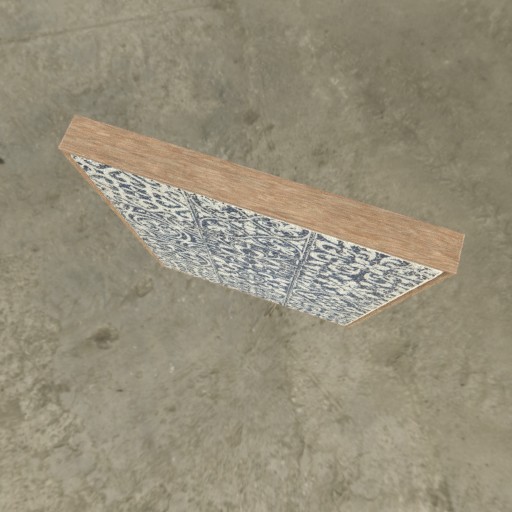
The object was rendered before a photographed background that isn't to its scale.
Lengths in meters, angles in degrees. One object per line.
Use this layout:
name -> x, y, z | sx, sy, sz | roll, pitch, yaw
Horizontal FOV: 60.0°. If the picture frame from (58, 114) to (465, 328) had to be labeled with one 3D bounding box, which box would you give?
picture frame -> 0.000, 0.000, 0.707 | 0.424, 0.526, 0.043 | 18, 76, 5
